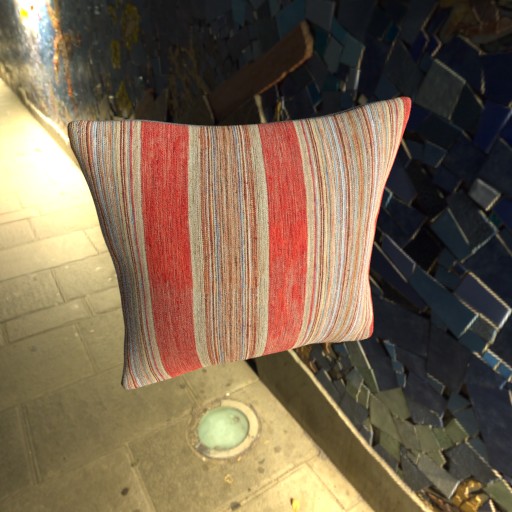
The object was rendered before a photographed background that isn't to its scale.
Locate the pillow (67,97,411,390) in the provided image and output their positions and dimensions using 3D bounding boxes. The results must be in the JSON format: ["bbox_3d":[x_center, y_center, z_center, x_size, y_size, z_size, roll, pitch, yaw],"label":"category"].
[{"bbox_3d":[0.000,0.000,0.640,0.437,0.419,0.136,-9,32,-14],"label":"pillow"}]
